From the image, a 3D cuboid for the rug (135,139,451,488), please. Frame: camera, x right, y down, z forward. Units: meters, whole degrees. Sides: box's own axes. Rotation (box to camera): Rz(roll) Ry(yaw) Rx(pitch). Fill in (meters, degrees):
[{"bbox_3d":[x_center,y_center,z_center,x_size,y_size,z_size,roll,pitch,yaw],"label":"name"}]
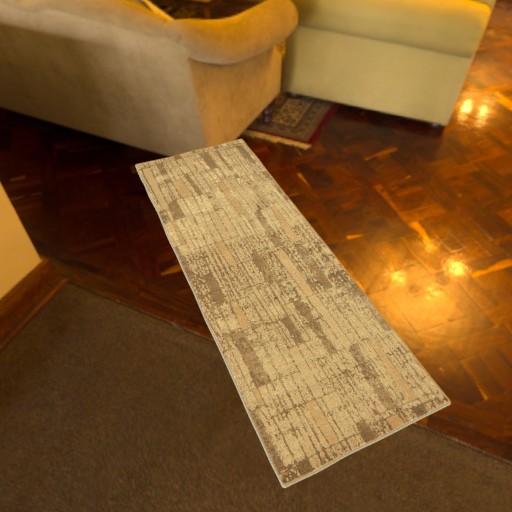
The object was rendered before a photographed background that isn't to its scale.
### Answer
[{"bbox_3d":[0.000,0.000,2.605,0.857,0.018,2.383,-18,49,-17],"label":"rug"}]
